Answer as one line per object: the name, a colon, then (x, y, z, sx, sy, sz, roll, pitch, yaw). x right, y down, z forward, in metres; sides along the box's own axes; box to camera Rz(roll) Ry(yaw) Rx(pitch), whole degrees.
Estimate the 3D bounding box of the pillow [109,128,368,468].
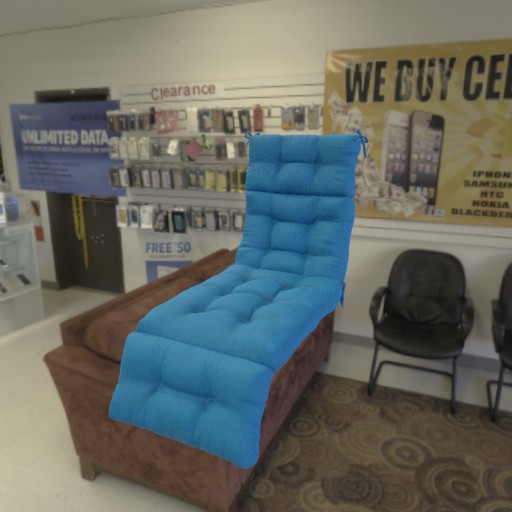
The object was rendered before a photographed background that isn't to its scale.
pillow: (0.000, 0.000, 1.538, 0.526, 0.863, 1.016, 8, 17, 26)
